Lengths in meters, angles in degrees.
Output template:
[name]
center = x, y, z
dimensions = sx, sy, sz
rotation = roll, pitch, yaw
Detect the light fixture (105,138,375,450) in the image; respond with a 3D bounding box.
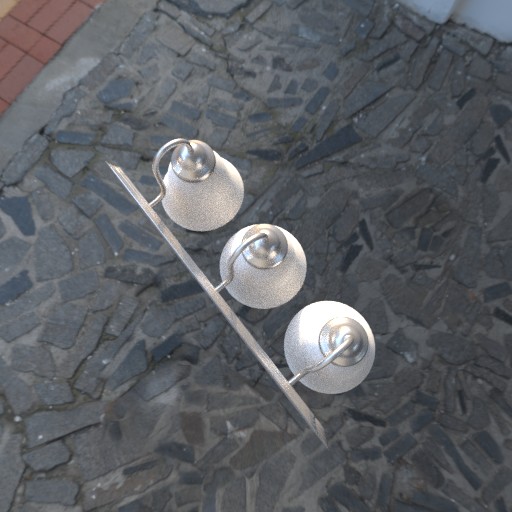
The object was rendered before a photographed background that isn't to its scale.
[light fixture]
center = 0.000, 0.000, 0.729
dimensions = 0.199, 0.222, 0.610
rotation = -38, 78, -9
